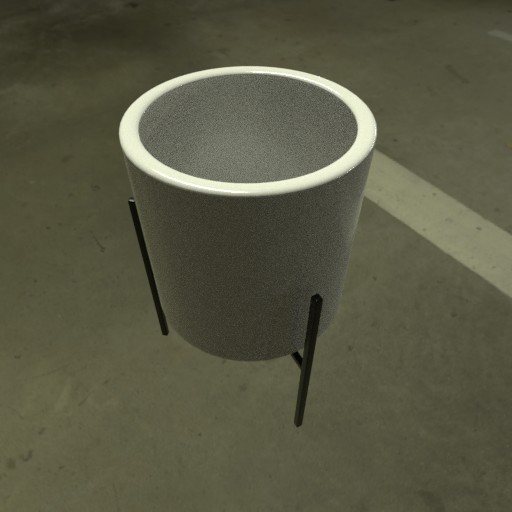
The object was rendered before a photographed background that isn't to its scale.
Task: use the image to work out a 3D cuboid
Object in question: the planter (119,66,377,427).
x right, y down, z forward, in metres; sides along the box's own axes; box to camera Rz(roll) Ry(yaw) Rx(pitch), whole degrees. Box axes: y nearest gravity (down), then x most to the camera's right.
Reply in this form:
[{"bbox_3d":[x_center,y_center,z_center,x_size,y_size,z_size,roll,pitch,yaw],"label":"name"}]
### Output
[{"bbox_3d":[0.000,0.000,0.511,0.239,0.356,0.239,29,52,26],"label":"planter"}]
